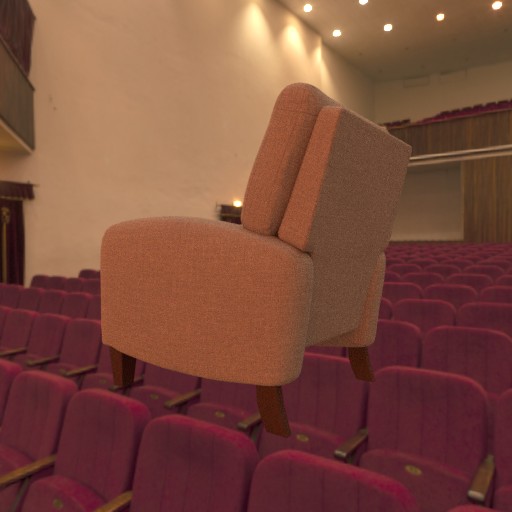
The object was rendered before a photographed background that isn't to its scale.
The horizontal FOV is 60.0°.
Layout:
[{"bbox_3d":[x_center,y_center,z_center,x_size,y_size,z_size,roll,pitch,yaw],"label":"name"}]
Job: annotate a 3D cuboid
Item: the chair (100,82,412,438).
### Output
[{"bbox_3d":[0.000,0.000,1.687,0.990,0.990,0.762,1,2,36],"label":"chair"}]
